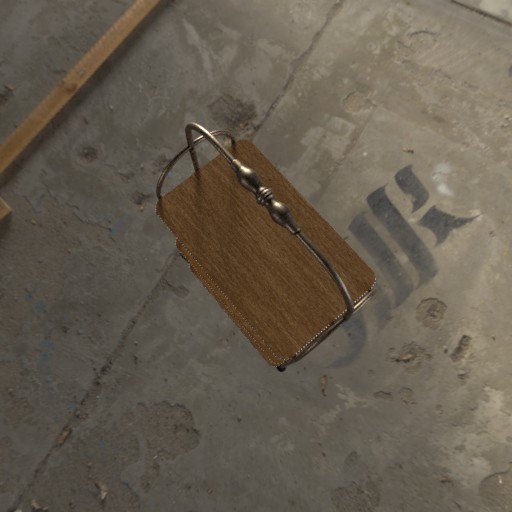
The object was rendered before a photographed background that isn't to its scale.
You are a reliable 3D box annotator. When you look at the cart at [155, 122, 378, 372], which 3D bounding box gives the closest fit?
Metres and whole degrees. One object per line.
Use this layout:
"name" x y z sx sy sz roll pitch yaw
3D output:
"cart" 0.000 0.000 1.356 0.330 1.052 0.650 -39 78 -10
